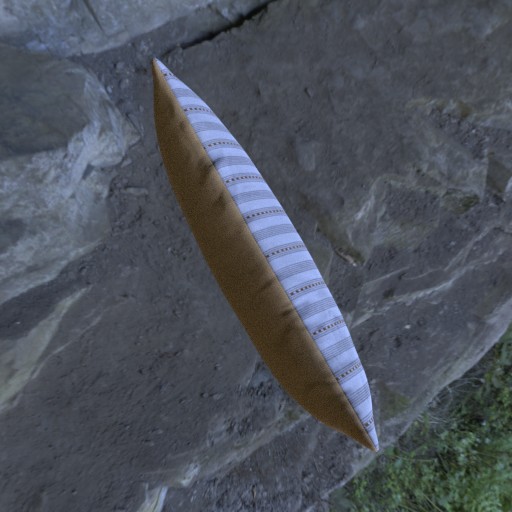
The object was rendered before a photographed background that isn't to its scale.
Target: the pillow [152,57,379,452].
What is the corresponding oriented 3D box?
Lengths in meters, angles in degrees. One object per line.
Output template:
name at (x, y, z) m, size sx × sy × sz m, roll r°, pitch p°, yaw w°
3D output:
pillow at (0.000, 0.000, 0.720) m, size 0.151 × 0.291 × 0.608 m, roll -28°, pitch 79°, yaw -6°
